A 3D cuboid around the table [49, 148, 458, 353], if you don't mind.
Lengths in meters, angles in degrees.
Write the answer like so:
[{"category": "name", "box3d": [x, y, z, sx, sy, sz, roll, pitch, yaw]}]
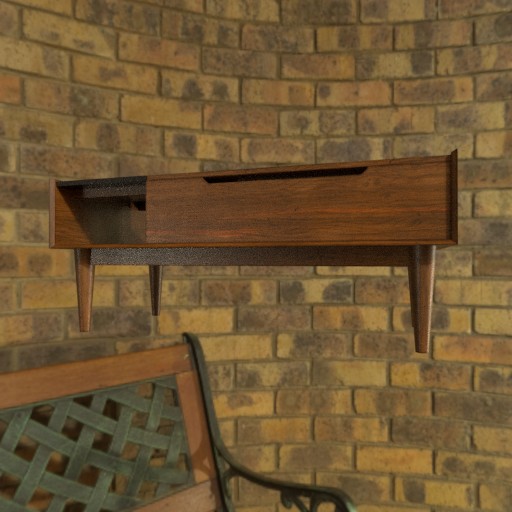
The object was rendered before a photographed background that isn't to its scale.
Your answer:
[{"category": "table", "box3d": [0.000, 0.000, 1.542, 1.221, 0.508, 0.610, 0, 0, 18]}]
